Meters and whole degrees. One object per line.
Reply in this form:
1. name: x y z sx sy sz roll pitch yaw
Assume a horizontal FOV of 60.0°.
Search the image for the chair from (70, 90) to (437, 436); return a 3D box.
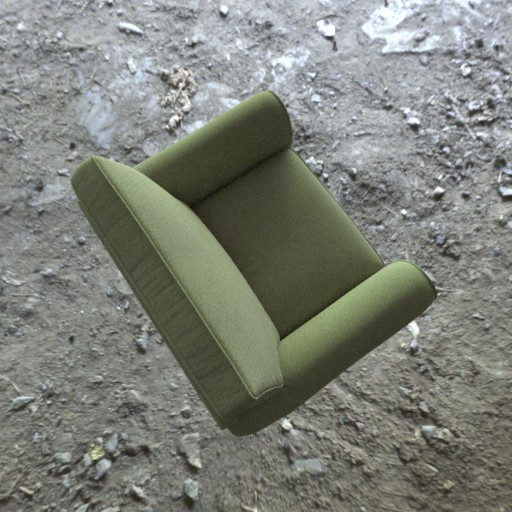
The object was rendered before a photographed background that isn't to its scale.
1. chair: 0.000 0.000 1.848 0.939 1.044 1.147 -34 76 -9
